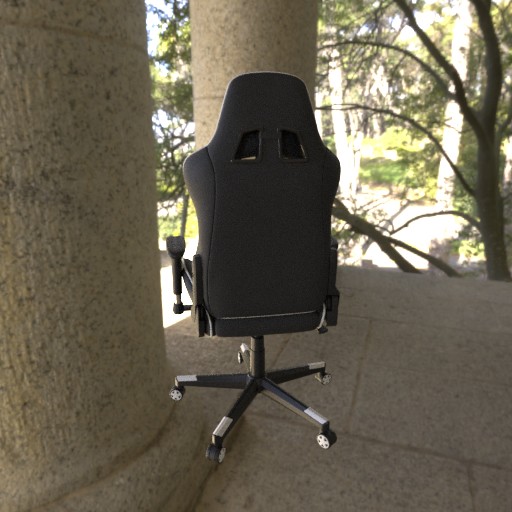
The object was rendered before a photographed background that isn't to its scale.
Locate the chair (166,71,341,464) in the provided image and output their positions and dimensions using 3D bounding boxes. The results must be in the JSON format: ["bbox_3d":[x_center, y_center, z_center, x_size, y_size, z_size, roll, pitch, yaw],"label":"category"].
[{"bbox_3d":[0.000,0.000,1.663,0.700,1.240,0.700,-3,16,-10],"label":"chair"}]
